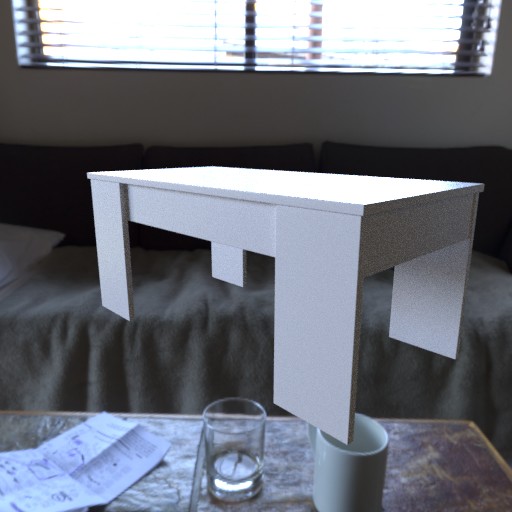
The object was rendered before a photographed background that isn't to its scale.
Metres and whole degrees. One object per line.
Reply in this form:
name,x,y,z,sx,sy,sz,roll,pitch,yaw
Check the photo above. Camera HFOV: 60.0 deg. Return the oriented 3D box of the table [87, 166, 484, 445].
table,0.000,0.000,1.256,0.500,0.440,1.000,-14,20,-42
